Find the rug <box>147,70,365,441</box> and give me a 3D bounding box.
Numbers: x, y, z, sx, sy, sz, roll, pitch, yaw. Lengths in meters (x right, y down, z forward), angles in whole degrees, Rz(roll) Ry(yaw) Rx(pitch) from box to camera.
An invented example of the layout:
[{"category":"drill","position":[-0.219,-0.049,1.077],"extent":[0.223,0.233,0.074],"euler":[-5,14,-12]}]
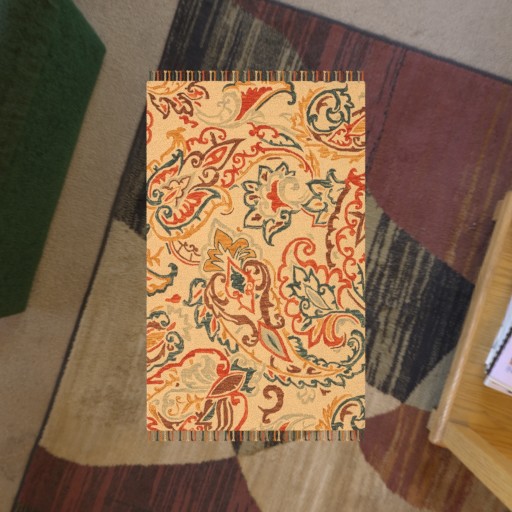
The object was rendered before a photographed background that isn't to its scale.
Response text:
[{"category":"rug","position":[0.000,0.000,3.097],"extent":[1.523,0.010,2.584],"euler":[0,90,0]}]
